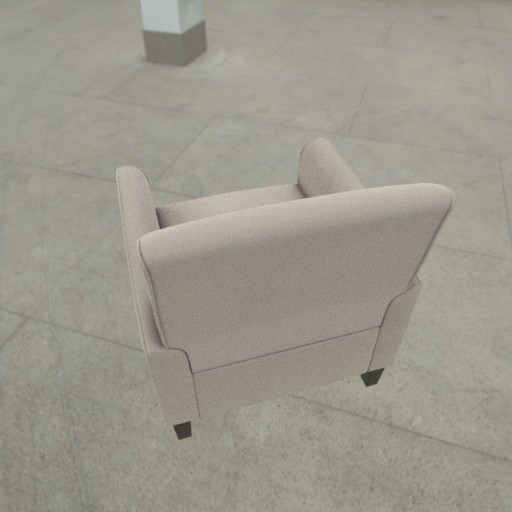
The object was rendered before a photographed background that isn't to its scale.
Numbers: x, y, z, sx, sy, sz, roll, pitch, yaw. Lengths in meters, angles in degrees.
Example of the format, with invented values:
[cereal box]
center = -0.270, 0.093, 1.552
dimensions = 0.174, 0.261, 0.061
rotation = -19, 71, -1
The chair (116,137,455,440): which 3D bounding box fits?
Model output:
[chair]
center = 0.000, 0.000, 1.518
dimensions = 0.820, 0.915, 0.820
rotation = -11, 43, -12
